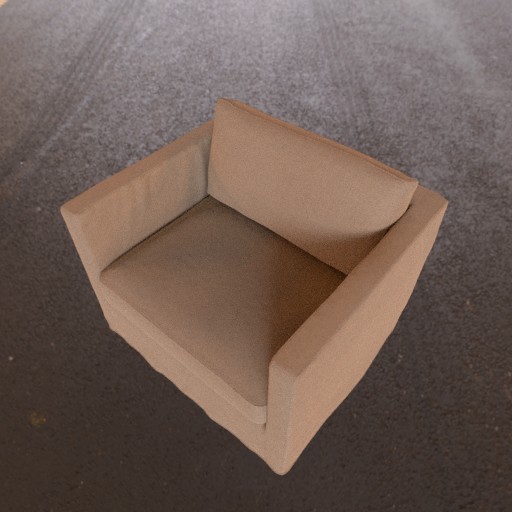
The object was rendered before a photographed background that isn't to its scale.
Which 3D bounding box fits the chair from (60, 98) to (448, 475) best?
[{"bbox_3d":[0.000,0.000,1.739,1.057,0.867,0.949,32,54,26],"label":"chair"}]
